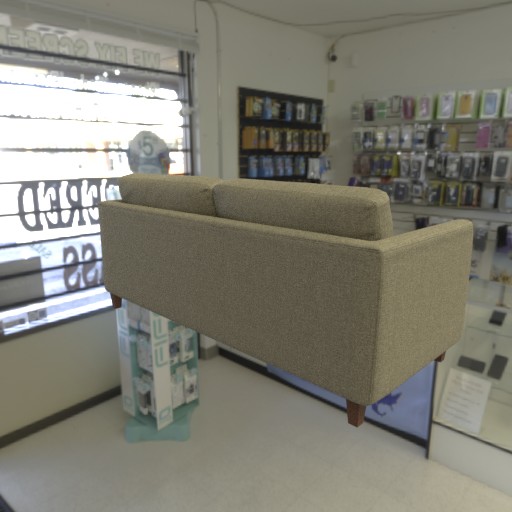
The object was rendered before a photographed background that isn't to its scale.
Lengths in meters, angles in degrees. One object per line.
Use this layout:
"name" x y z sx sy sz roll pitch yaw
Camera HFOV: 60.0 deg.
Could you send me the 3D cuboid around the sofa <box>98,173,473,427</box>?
"sofa" 0.000 0.000 2.696 2.208 0.960 0.956 13 18 43
